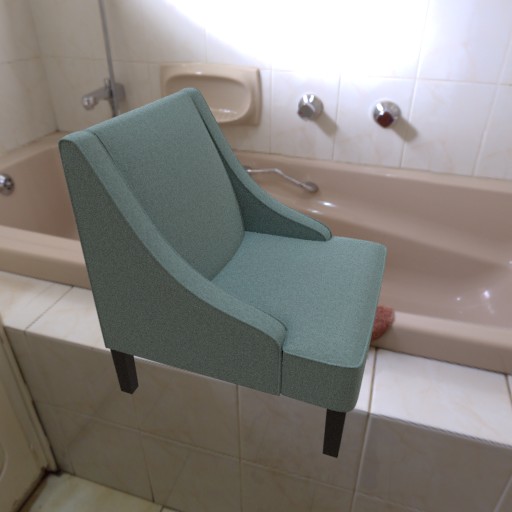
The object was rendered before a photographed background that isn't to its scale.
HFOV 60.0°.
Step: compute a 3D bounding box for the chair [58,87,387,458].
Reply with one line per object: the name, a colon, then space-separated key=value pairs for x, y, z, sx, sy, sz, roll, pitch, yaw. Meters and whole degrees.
chair: x=0.000 y=0.000 z=1.844 sx=1.025 sy=1.133 sz=0.857 roll=11 pitch=33 yaw=17
